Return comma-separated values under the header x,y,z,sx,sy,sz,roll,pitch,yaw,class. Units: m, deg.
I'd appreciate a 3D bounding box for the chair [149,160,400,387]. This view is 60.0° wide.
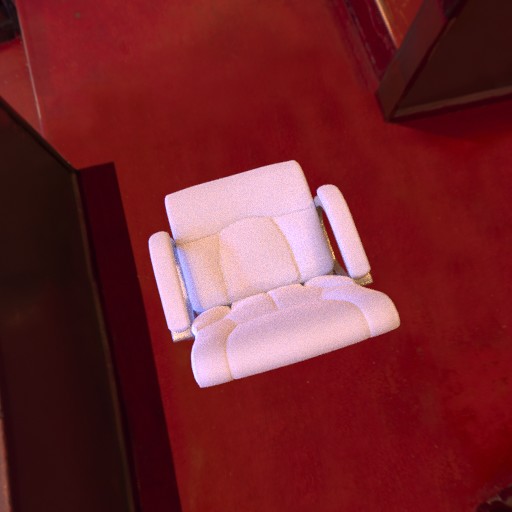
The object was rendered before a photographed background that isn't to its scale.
x,y,z,sx,sy,sz,roll,pitch,yaw,class
0.000,0.000,1.564,0.687,1.120,0.738,-16,78,-4,chair
